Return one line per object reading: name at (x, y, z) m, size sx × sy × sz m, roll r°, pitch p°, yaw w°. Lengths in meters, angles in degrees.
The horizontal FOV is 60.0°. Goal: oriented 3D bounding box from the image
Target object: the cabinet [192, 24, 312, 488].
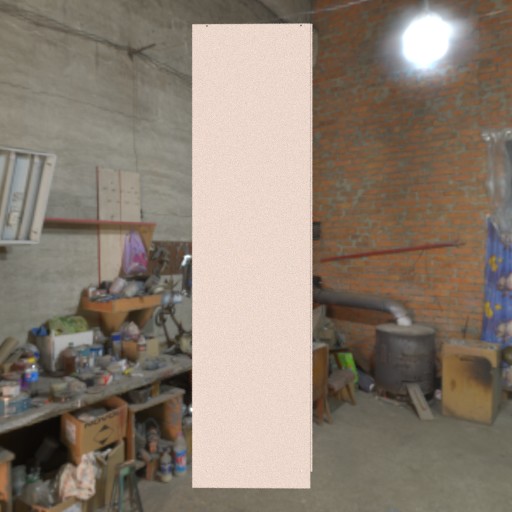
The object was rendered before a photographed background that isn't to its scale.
cabinet at (0.000, 0.000, 2.469) m, size 0.510 × 1.910 × 1.290 m, roll 0°, pitch 0°, yaw 1°
